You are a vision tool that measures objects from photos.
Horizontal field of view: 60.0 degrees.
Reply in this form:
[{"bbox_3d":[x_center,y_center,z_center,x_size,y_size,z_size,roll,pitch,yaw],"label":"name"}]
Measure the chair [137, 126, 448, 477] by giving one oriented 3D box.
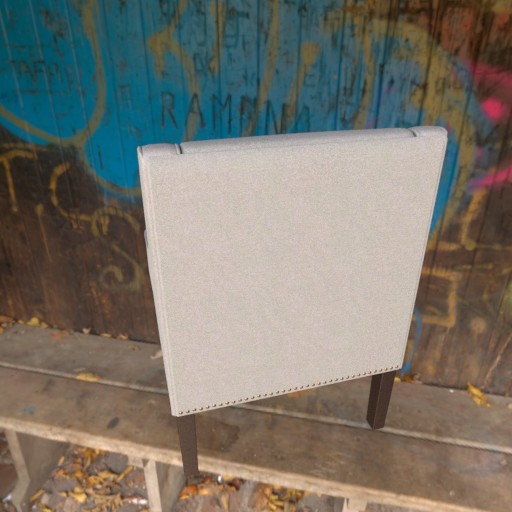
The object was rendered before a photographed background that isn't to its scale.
[{"bbox_3d":[0.000,0.000,1.332,0.631,0.867,0.747,-8,29,-14],"label":"chair"}]
